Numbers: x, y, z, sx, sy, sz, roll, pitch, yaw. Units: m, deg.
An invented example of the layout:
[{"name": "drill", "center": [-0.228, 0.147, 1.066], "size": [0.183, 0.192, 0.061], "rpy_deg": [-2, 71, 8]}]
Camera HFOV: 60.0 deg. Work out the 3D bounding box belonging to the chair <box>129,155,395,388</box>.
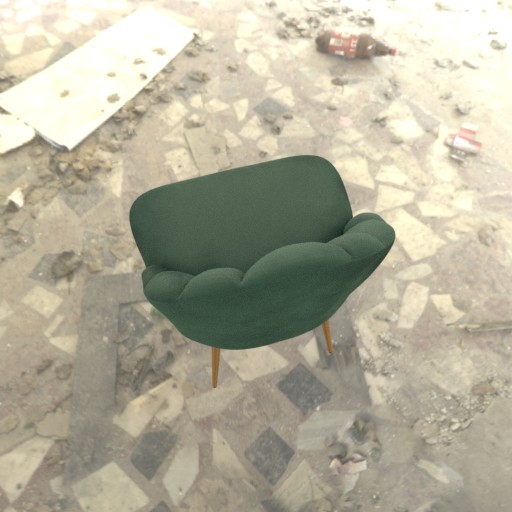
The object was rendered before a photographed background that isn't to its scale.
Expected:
[{"name": "chair", "center": [0.000, 0.000, 1.288], "size": [0.657, 0.819, 0.599], "rpy_deg": [-14, 59, -9]}]
